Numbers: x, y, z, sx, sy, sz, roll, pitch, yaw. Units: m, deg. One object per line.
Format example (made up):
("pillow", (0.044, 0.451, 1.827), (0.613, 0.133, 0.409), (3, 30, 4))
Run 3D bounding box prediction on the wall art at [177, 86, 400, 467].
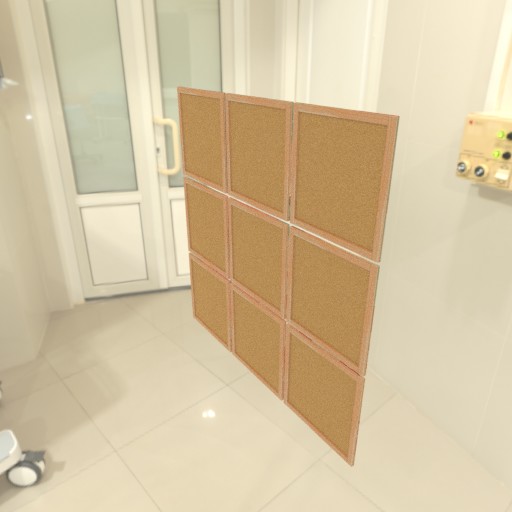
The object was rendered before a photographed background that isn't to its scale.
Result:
("wall art", (0.000, 0.000, 1.800), (0.013, 1.220, 1.216), (-17, 30, -32))
